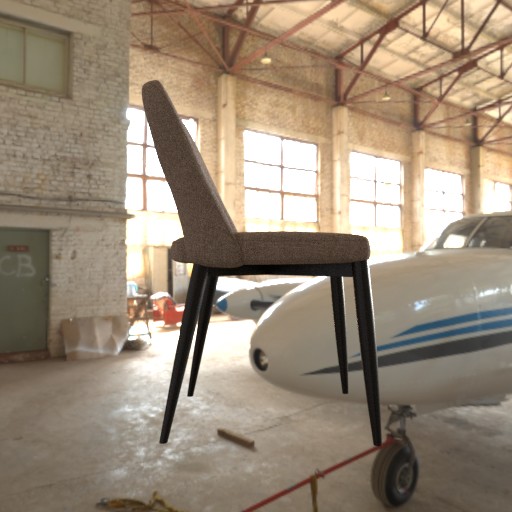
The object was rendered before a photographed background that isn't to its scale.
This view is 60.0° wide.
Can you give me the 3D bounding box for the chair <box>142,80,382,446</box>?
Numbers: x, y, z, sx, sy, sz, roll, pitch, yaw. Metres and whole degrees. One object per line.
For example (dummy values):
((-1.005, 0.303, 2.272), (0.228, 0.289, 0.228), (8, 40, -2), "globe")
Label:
((0.000, 0.000, 1.282), (0.612, 0.931, 0.470), (0, -1, 1), "chair")
